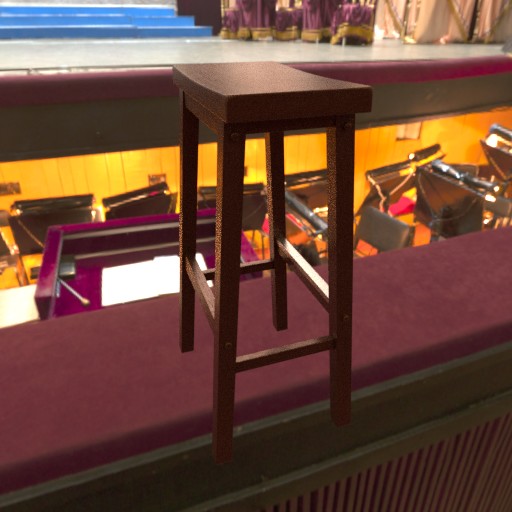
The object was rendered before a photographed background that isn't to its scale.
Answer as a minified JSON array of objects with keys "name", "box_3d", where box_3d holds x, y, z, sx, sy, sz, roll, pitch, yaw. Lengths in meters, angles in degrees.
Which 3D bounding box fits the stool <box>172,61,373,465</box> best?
[{"name":"stool","box_3d":[0.000,0.000,0.969,0.322,0.742,0.406,-10,30,-17]}]
